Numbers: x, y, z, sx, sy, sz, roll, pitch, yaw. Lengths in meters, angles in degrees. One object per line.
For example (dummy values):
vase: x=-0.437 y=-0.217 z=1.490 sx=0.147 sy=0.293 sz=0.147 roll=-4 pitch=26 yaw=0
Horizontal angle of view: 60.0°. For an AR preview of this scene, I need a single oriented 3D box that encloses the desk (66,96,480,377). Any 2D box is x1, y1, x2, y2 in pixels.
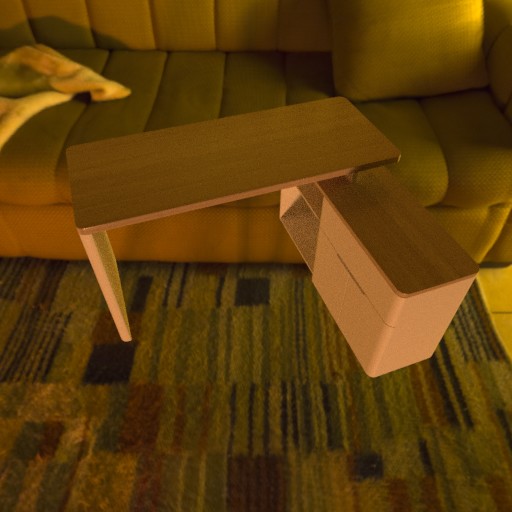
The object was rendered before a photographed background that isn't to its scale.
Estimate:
desk: x=0.000 y=0.000 z=2.064 sx=1.400 sy=0.770 sz=1.175 roll=-15 pitch=49 yaw=-14
